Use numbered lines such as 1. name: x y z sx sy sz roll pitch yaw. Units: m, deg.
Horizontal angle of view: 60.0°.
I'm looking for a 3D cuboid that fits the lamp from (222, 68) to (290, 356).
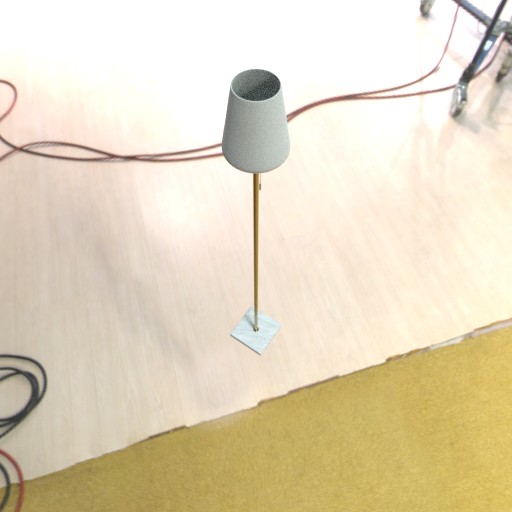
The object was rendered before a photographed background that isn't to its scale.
1. lamp: 0.000 0.000 1.988 0.229 1.813 0.232 30 64 17
